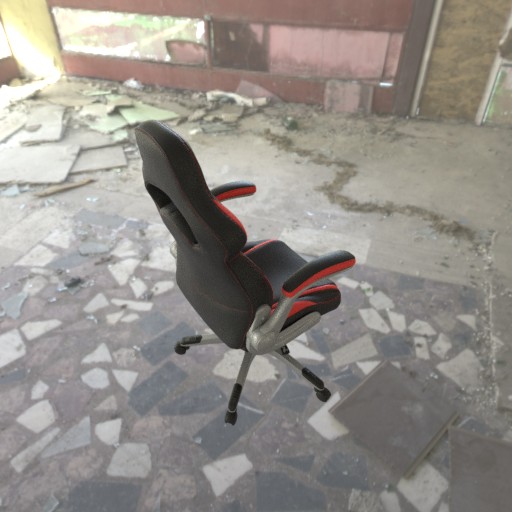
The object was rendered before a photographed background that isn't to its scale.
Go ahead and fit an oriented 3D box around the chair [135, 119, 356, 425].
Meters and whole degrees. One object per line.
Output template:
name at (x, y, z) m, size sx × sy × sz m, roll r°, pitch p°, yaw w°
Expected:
chair at (0.000, 0.000, 1.668) m, size 0.712 × 1.165 × 0.758 m, roll -24°, pitch 44°, yaw -27°
